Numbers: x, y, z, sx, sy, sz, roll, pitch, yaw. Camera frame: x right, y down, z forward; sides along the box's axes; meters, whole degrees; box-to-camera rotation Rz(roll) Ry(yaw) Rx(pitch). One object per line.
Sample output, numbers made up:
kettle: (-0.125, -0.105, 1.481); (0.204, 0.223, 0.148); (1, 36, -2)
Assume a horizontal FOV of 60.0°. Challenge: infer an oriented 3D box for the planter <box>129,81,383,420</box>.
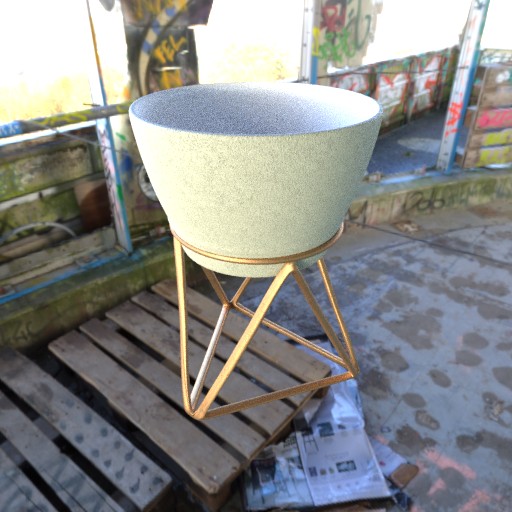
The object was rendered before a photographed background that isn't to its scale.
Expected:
planter: (0.000, 0.000, 0.753); (0.350, 0.504, 0.350); (23, 38, 34)
